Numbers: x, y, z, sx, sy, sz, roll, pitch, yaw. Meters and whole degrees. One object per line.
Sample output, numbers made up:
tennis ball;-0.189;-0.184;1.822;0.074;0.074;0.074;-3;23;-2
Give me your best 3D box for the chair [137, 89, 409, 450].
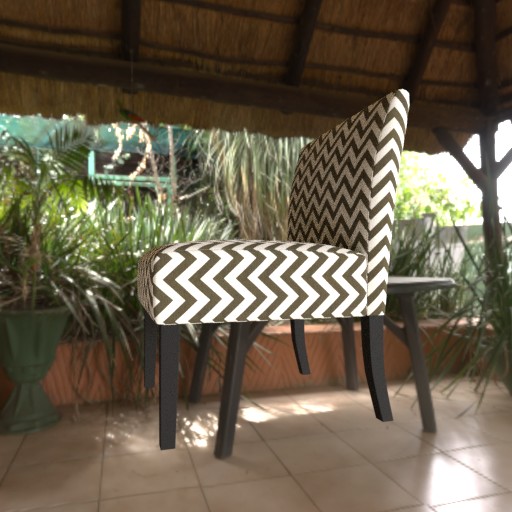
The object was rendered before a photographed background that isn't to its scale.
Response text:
chair;0.000;0.000;1.289;0.648;0.838;0.589;0;-1;-18
